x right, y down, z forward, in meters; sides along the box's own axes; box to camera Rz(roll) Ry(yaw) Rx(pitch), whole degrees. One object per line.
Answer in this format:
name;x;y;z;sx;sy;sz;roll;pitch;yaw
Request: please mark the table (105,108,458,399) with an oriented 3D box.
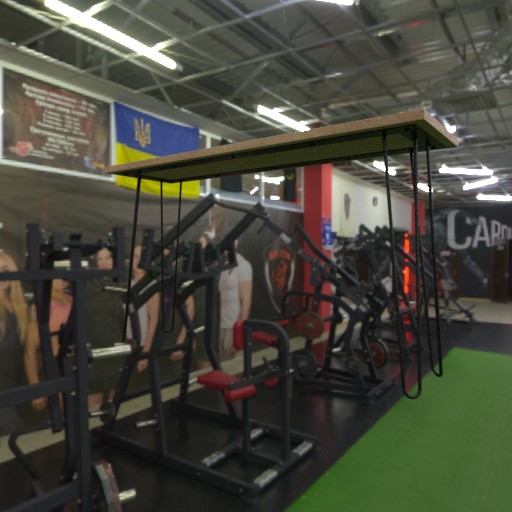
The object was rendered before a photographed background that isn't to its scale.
table;0.000;0.000;1.755;1.400;0.799;0.399;1;1;36
